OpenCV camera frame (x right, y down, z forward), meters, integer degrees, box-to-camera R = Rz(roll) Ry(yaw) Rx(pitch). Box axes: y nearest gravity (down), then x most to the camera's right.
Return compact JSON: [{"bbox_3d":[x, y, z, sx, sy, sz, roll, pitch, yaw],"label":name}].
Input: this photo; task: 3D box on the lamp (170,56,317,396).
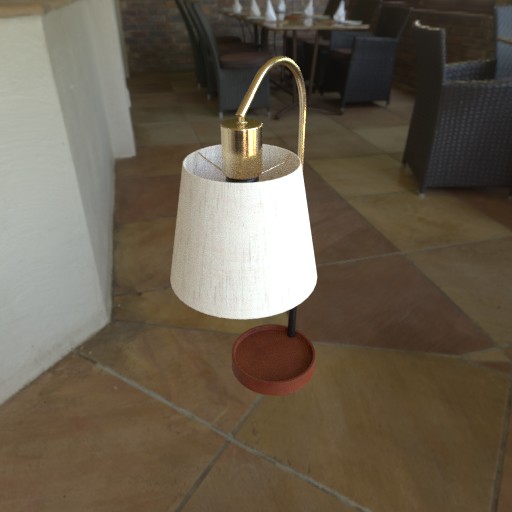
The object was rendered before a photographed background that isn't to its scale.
[{"bbox_3d":[0.000,0.000,0.659,0.211,0.536,0.273,19,37,29],"label":"lamp"}]
